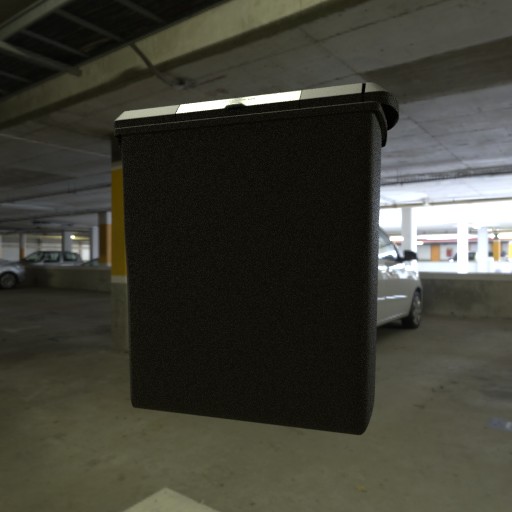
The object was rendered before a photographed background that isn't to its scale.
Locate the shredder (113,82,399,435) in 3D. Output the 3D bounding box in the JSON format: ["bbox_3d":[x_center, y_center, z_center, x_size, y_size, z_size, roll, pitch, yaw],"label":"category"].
[{"bbox_3d":[0.000,0.000,0.520,0.320,0.335,0.170,0,0,18],"label":"shredder"}]
